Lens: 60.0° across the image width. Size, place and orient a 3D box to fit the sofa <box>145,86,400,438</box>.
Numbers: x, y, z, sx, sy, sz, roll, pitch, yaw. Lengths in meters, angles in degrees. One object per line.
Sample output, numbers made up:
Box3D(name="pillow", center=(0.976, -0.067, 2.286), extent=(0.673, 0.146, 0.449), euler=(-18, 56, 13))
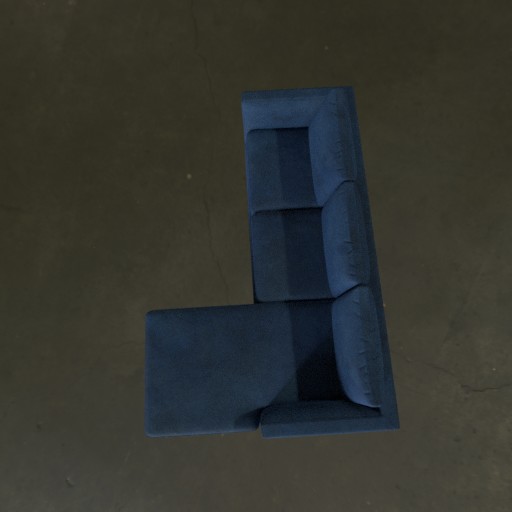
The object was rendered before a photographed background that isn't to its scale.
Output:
Box3D(name="sofa", center=(0.000, 0.000, 3.243), extent=(1.622, 0.987, 2.438), euler=(-3, 75, -1))
